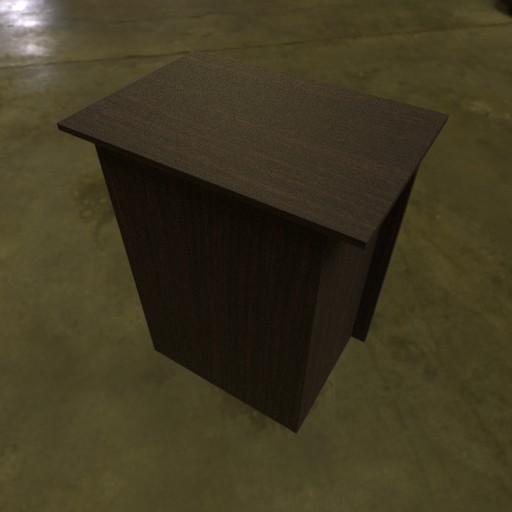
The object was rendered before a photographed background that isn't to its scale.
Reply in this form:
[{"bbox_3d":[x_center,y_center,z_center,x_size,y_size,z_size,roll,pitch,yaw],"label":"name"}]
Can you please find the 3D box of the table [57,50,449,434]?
[{"bbox_3d":[0.000,0.000,1.060,0.591,0.711,0.406,24,50,22],"label":"table"}]
